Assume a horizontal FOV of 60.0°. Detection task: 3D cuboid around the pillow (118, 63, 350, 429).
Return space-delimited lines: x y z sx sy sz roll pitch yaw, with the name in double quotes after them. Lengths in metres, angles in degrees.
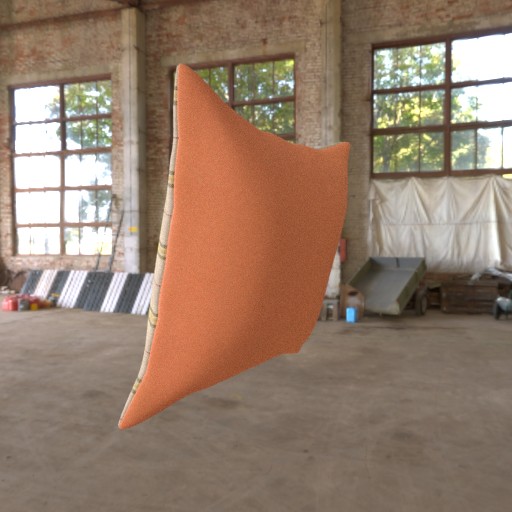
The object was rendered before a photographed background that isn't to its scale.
0.000 0.000 0.702 0.200 0.430 0.453 1 2 35 "pillow"
